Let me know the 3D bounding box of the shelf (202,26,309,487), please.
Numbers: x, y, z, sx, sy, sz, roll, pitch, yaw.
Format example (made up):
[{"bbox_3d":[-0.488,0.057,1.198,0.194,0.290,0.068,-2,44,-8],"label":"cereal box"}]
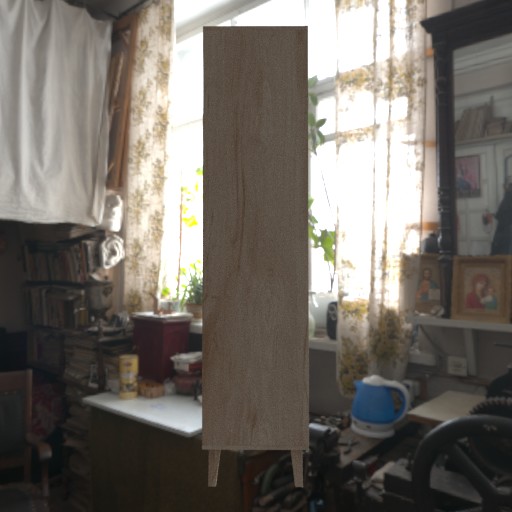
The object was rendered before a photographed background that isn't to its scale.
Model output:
[{"bbox_3d":[0.000,0.000,2.133,0.450,1.960,0.510,0,-1,1],"label":"shelf"}]
